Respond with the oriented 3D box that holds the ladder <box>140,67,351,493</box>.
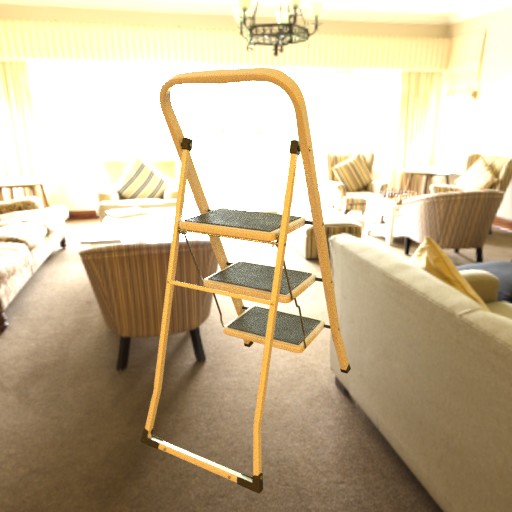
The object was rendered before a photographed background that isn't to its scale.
[{"bbox_3d":[0.000,0.000,1.387,0.460,1.050,0.711,9,19,27],"label":"ladder"}]
